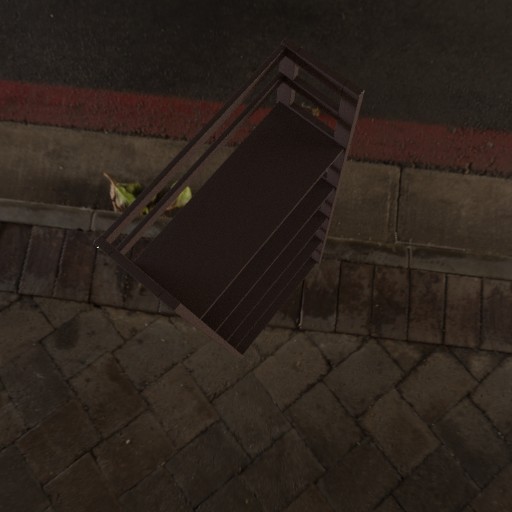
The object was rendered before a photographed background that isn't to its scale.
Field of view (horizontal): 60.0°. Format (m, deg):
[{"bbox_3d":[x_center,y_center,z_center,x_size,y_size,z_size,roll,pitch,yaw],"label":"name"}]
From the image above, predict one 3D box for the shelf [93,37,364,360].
[{"bbox_3d":[0.000,0.000,1.892,0.403,1.600,0.763,38,79,9],"label":"shelf"}]
